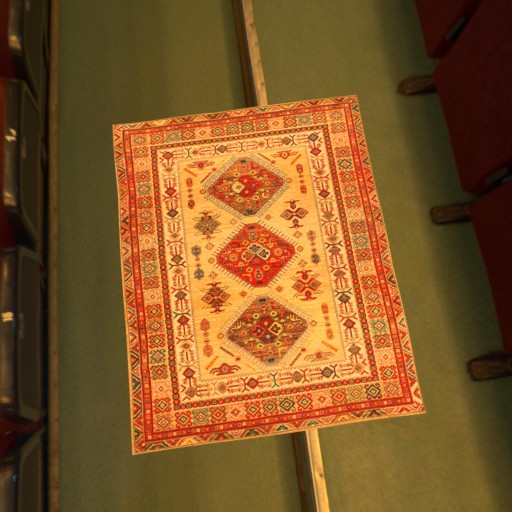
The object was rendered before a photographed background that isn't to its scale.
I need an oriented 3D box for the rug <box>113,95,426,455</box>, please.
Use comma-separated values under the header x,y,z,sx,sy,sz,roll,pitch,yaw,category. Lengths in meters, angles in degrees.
x,y,z,sx,sy,sz,roll,pitch,yaw,category
0.000,0.000,4.045,2.460,0.005,3.067,-7,75,-2,rug
